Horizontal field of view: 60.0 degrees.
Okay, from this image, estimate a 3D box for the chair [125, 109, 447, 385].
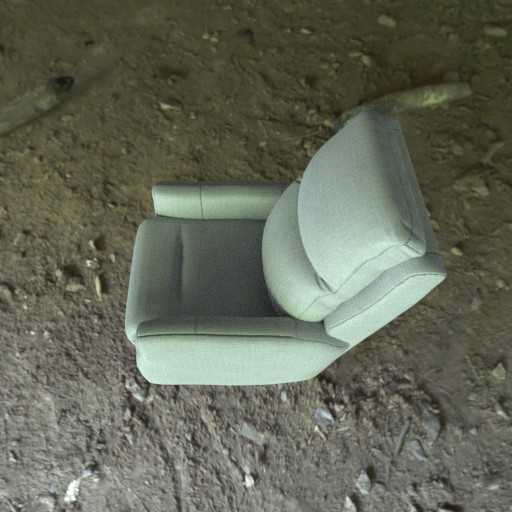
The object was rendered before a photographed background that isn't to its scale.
[{"bbox_3d":[0.000,0.000,1.791,1.080,1.030,0.829,-2,57,-1],"label":"chair"}]
